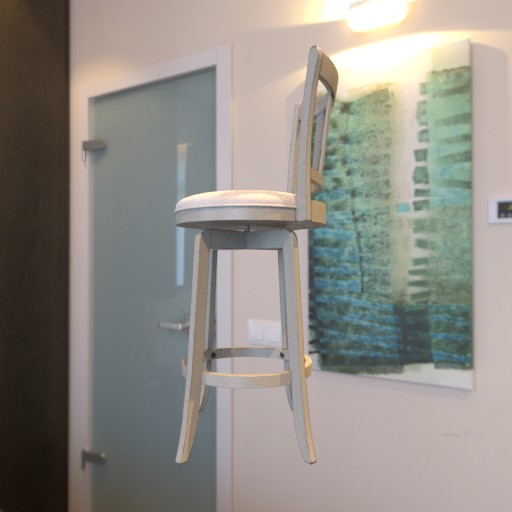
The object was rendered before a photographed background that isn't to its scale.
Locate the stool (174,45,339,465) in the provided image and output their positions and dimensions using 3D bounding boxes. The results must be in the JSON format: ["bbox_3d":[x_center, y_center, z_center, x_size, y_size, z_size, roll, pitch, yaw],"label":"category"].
[{"bbox_3d":[0.000,0.000,1.306,0.475,1.042,0.436,0,0,0],"label":"stool"}]
